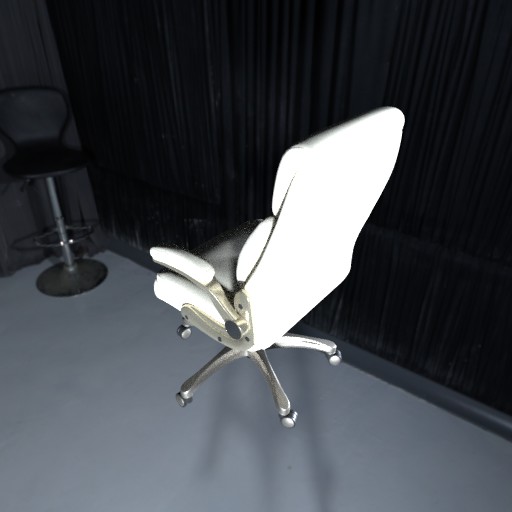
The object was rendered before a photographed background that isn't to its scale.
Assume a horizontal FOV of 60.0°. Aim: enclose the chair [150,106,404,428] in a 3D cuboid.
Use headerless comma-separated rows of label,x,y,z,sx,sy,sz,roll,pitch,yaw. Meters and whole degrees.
chair,0.000,0.000,1.635,0.794,1.110,0.740,21,37,29
